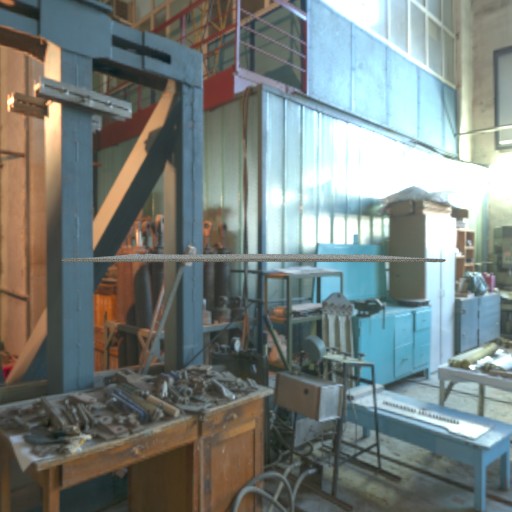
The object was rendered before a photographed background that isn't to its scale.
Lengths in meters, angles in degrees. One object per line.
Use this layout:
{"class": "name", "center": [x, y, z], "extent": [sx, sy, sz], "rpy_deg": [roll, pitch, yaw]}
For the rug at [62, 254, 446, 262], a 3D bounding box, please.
{"class": "rug", "center": [0.000, 0.000, 2.215], "extent": [1.154, 0.021, 1.792], "rpy_deg": [0, 1, 1]}
